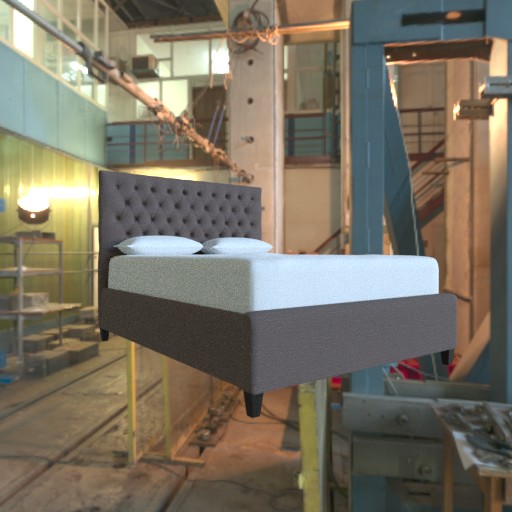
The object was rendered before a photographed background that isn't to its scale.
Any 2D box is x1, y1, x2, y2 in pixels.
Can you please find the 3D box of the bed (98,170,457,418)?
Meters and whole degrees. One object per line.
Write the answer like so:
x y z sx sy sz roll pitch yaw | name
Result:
0.000 0.000 3.319 1.696 1.426 2.233 0 0 -36 | bed
